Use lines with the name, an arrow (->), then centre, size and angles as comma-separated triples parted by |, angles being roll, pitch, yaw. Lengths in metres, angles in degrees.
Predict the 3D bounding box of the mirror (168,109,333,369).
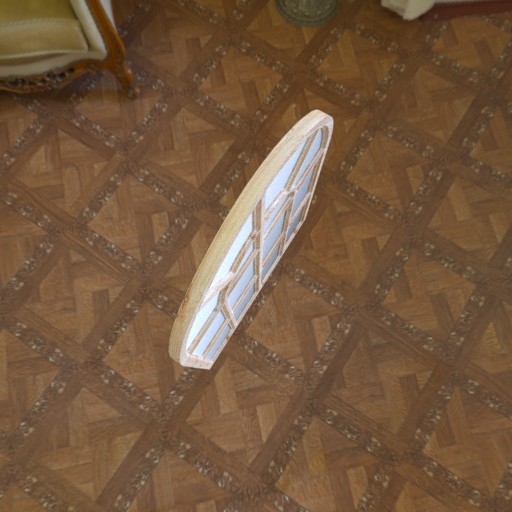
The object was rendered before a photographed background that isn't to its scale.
mirror -> 0.000, 0.000, 1.184 | 0.032, 0.920, 0.660 | 31, 77, 8
